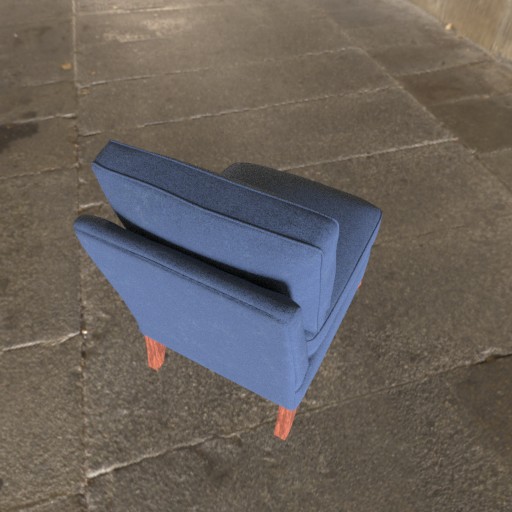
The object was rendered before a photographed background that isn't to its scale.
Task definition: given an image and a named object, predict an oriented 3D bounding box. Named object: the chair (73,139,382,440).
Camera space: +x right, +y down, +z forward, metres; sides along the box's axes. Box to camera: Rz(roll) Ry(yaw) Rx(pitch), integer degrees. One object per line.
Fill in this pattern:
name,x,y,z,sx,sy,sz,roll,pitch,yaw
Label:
chair,0.000,0.000,1.660,0.724,1.052,0.912,22,51,19
